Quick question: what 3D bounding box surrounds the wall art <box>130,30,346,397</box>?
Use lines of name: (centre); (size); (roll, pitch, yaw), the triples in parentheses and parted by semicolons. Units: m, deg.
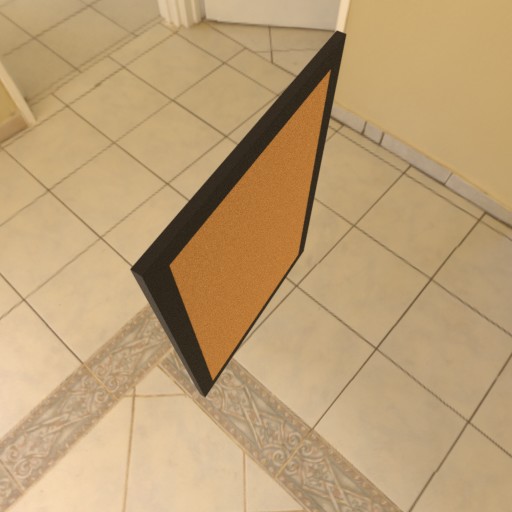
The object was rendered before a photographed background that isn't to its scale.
wall art: (0.000, 0.000, 0.688); (0.013, 0.534, 0.380); (29, 66, 15)
